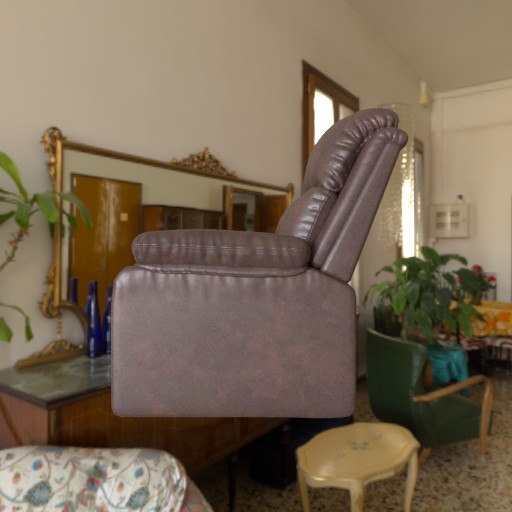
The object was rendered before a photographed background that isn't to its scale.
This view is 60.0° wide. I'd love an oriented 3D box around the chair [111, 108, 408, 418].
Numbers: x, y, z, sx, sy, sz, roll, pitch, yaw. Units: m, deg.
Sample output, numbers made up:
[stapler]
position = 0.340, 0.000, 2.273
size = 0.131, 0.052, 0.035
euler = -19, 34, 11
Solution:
[chair]
position = 0.000, 0.000, 1.653
size = 0.919, 0.992, 0.855
euler = 0, 1, 0
